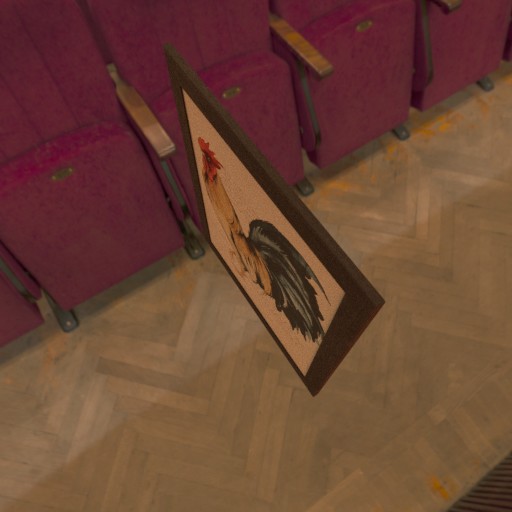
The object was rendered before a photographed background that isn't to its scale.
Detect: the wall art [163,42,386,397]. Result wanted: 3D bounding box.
[{"bbox_3d":[0.000,0.000,0.803,0.013,0.570,0.476,-30,67,-14],"label":"wall art"}]
